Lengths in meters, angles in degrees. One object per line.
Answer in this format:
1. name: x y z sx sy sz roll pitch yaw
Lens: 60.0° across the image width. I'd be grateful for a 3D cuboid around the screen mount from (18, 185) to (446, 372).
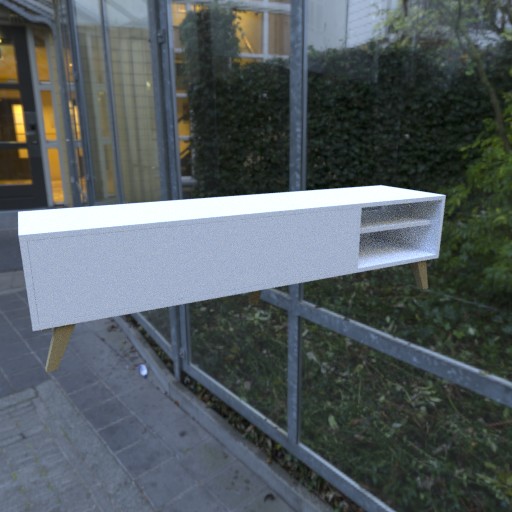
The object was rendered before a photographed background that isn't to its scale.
1. screen mount: 0.000 0.000 1.784 1.644 0.432 0.399 -8 18 -26
